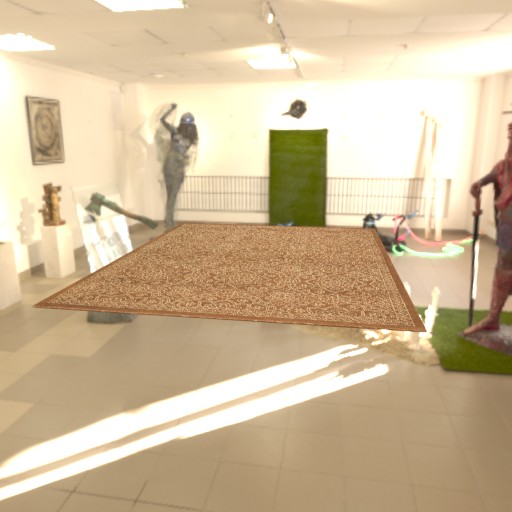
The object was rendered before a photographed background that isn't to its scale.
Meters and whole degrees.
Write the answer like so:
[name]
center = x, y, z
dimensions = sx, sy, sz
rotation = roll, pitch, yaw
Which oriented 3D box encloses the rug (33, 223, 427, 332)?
[rug]
center = 0.000, 0.000, 4.131
dimensions = 2.441, 0.015, 3.050
rotation = 2, 15, 9
